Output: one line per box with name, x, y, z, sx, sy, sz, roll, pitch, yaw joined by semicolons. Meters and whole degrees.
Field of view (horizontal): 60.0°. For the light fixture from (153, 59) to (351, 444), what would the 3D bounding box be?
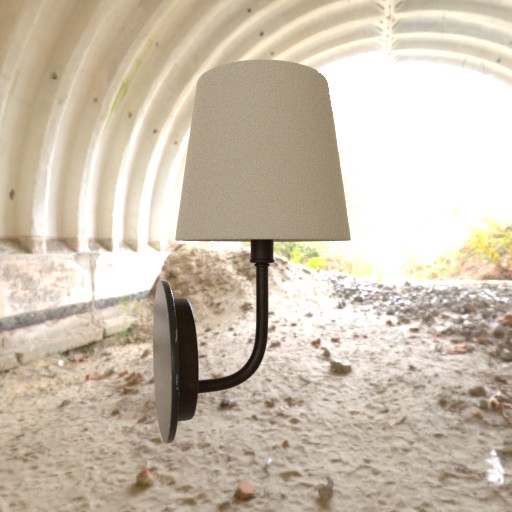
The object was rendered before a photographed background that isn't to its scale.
light fixture;0.000;0.000;0.440;0.188;0.337;0.168;0;1;-19
